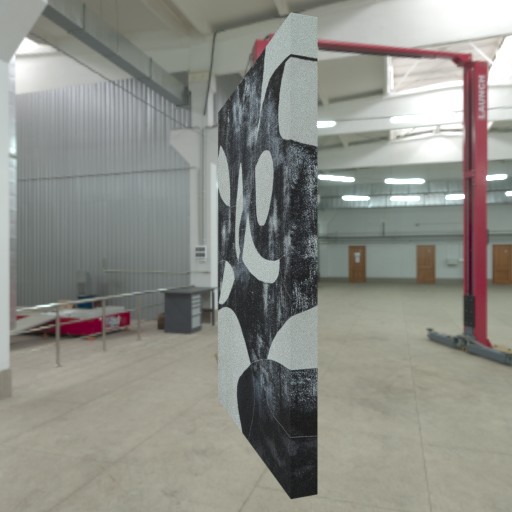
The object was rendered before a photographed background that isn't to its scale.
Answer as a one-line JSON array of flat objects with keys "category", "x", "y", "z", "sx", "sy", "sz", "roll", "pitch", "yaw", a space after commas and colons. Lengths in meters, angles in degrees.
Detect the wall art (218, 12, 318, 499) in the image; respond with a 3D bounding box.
[{"category": "wall art", "x": 0.000, "y": 0.000, "z": 0.754, "sx": 0.039, "sy": 0.610, "sz": 0.407, "roll": 0, "pitch": 0, "yaw": -18}]
